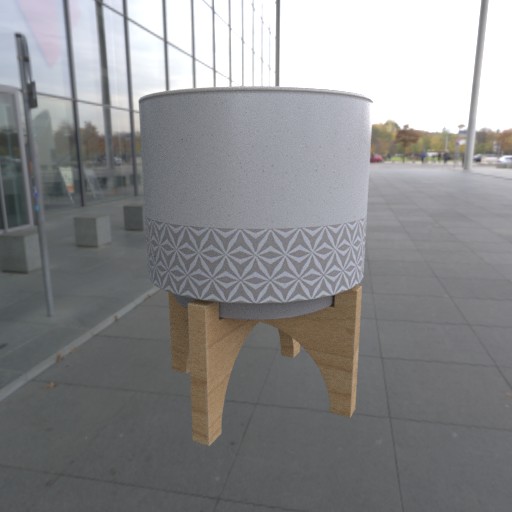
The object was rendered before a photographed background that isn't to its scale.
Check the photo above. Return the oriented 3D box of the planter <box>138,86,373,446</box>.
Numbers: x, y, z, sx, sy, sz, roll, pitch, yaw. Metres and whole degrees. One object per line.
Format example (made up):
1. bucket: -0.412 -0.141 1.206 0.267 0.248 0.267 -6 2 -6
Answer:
1. planter: 0.000 0.000 0.396 0.188 0.260 0.188 0 13 0
